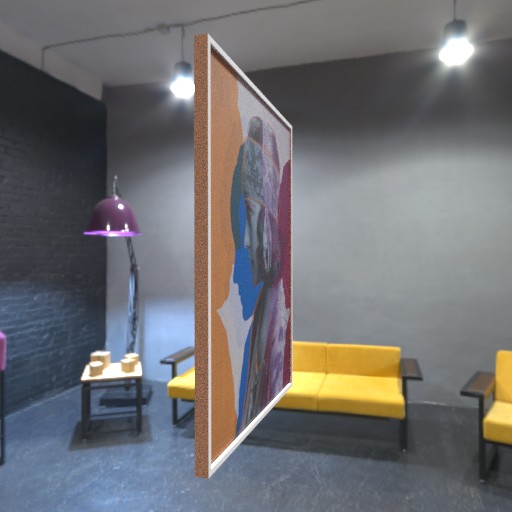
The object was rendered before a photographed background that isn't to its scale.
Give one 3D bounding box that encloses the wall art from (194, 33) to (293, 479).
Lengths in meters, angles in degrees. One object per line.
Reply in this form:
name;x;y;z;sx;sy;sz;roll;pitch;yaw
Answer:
wall art;0.000;0.000;1.425;0.039;1.050;0.795;0;0;19
